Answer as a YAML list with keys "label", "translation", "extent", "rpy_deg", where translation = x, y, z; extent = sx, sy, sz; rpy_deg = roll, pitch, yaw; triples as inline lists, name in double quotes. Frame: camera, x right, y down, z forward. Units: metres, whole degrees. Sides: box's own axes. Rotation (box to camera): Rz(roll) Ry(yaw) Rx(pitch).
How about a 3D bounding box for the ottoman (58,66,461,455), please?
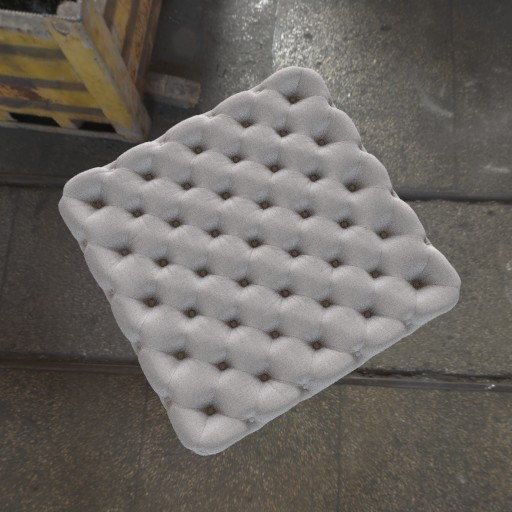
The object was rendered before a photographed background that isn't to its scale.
- label: "ottoman"
  translation: [0.000, 0.000, 1.211]
  extent: [0.764, 0.365, 0.758]
  rpy_deg: [-30, 80, -6]
